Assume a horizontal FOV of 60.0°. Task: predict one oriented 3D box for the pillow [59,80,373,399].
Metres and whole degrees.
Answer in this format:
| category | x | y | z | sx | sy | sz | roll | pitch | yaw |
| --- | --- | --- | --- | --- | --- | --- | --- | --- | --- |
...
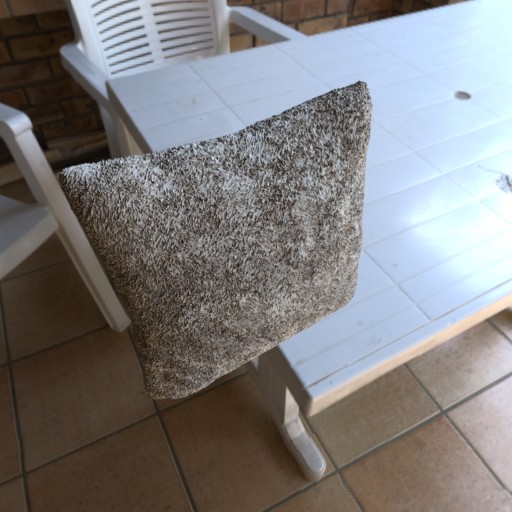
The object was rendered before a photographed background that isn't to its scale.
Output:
| category | x | y | z | sx | sy | sz | roll | pitch | yaw |
| --- | --- | --- | --- | --- | --- | --- | --- | --- | --- |
| pillow | 0.000 | 0.000 | 0.808 | 0.529 | 0.515 | 0.218 | -25 | 52 | -22 |
